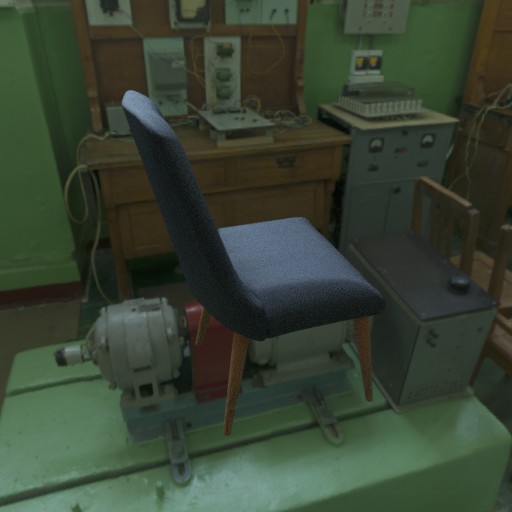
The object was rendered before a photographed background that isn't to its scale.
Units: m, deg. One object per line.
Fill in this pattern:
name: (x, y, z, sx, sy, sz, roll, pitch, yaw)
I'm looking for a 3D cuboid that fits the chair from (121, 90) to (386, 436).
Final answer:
chair: (0.000, 0.000, 1.168, 0.567, 0.820, 0.504, -9, 32, -16)
